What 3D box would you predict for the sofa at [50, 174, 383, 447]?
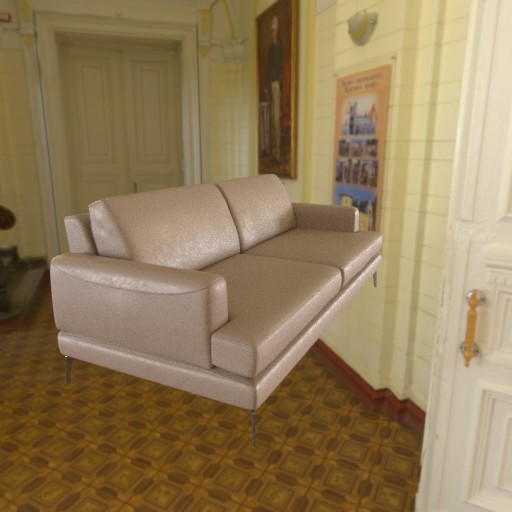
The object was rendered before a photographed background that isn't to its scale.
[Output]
[{"bbox_3d":[0.000,0.000,2.384,0.974,0.765,1.940,7,16,26],"label":"sofa"}]
